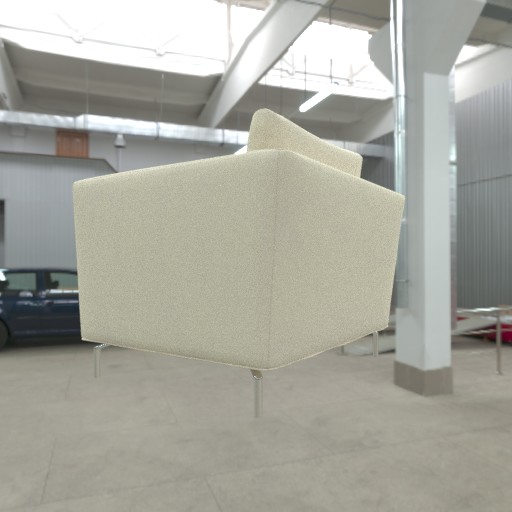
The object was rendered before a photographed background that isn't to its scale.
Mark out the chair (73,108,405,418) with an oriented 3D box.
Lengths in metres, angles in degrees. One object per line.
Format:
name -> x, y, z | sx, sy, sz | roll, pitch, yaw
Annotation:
chair -> 0.000, 0.000, 1.730 | 0.889, 0.865, 1.041 | 0, -1, 35
